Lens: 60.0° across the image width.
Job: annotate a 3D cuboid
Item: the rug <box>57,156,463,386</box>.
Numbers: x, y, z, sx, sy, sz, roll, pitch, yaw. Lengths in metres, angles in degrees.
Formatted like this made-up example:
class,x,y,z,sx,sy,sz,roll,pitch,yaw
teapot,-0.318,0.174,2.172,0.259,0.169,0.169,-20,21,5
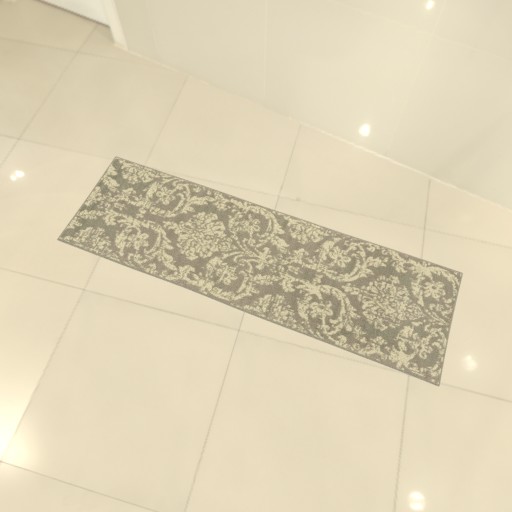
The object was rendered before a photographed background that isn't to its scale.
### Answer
class,x,y,z,sx,sy,sz,roll,pitch,yaw
rug,0.000,0.000,2.493,2.196,0.011,0.662,20,64,10
